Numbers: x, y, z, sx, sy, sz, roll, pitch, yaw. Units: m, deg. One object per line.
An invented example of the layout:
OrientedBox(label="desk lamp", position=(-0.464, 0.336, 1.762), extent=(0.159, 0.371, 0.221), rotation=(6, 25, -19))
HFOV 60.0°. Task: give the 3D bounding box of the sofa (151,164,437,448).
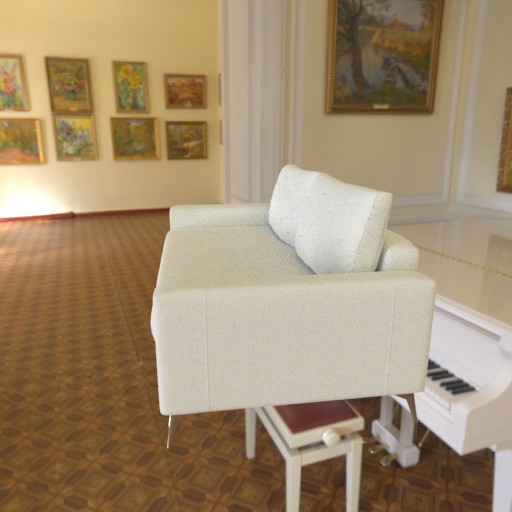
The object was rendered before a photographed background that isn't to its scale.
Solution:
OrientedBox(label="sofa", position=(0.000, 0.000, 2.137), extent=(0.920, 0.790, 1.650), rotation=(-2, 16, -8))
